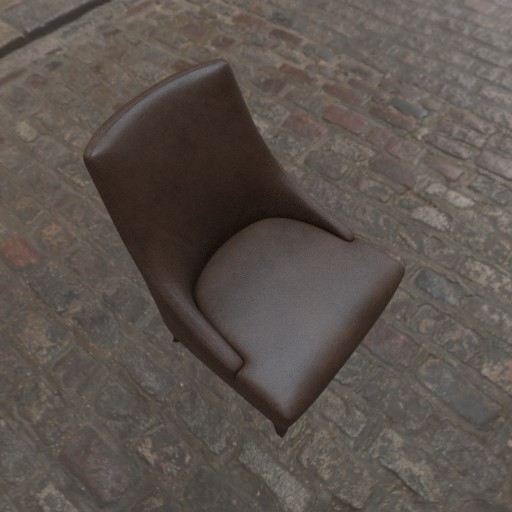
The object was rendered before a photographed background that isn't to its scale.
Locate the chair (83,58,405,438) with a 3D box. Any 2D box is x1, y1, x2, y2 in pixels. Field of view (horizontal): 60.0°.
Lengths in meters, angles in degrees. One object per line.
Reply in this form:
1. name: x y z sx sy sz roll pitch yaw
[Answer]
1. chair: 0.000 0.000 1.499 0.861 0.909 0.701 35 64 20
